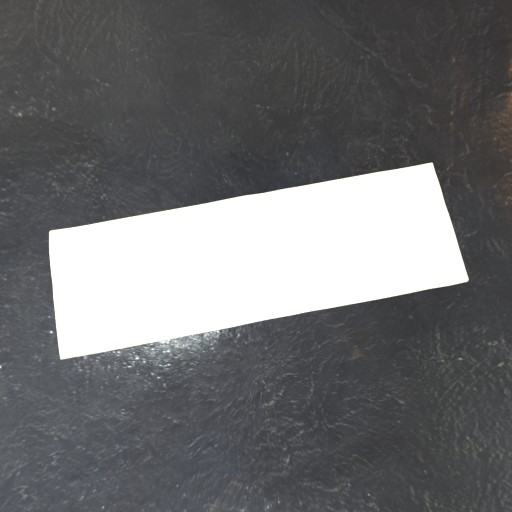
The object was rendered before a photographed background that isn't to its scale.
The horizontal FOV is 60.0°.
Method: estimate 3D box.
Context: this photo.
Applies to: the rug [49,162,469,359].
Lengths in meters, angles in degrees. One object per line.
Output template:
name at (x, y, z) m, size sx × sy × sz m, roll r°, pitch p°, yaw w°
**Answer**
rug at (0.000, 0.000, 2.682) m, size 2.450 × 0.014 × 0.793 m, roll -11°, pitch 76°, yaw -3°
